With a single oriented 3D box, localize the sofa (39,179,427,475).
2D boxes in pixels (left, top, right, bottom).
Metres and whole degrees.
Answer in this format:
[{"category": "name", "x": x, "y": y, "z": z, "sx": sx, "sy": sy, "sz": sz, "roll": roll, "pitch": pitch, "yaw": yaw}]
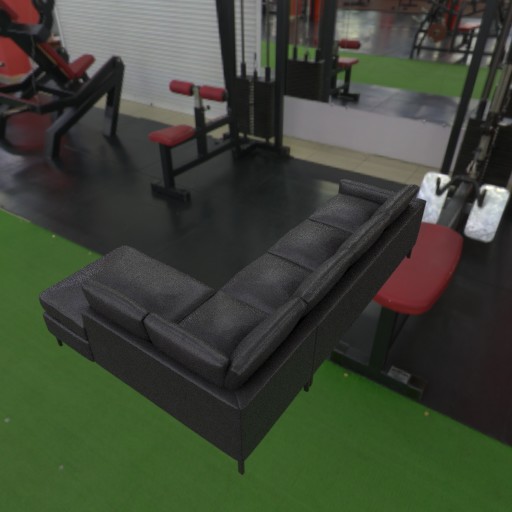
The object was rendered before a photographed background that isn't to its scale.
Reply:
[{"category": "sofa", "x": 0.000, "y": 0.000, "z": 3.882, "sx": 1.938, "sy": 0.877, "sz": 2.984, "roll": 22, "pitch": 41, "yaw": 29}]
